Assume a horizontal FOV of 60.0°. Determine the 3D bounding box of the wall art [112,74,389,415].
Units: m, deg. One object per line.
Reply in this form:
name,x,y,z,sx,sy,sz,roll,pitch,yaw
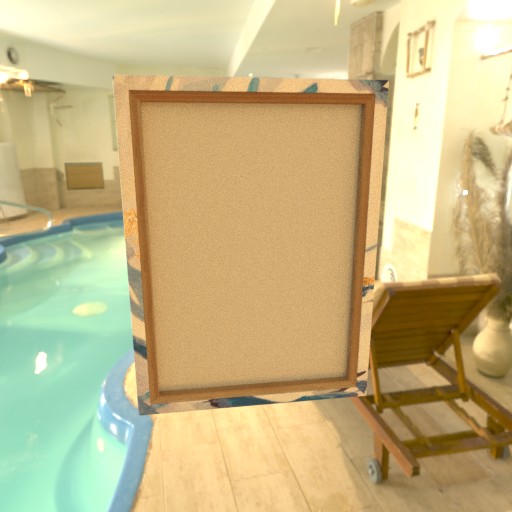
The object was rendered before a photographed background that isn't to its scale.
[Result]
wall art,0.000,0.000,1.353,0.761,1.015,0.038,-2,15,-8
